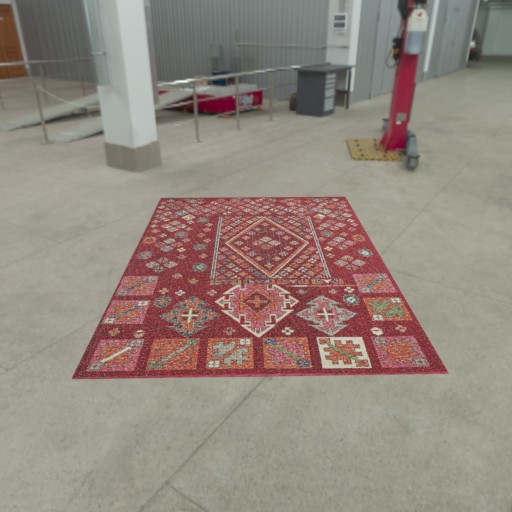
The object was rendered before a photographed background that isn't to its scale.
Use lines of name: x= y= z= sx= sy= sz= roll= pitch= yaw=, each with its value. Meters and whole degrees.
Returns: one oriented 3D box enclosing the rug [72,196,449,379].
rug: x=0.000 y=0.000 z=2.816 sx=1.579 sy=0.007 sz=2.184 roll=-1 pitch=27 yaw=-1
